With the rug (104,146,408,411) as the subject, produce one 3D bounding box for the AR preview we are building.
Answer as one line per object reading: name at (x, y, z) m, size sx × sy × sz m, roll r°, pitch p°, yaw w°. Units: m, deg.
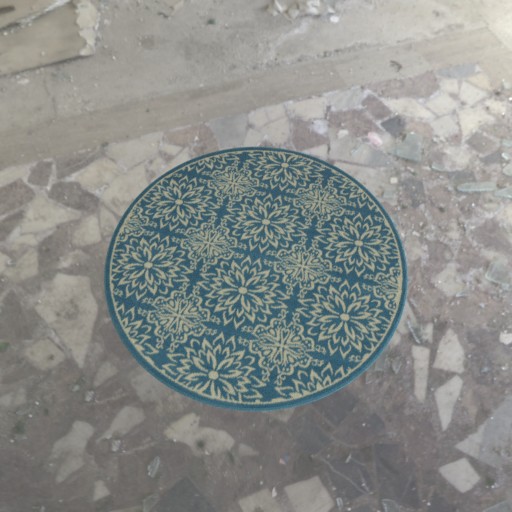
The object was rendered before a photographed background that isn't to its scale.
rug at (0.000, 0.000, 2.360) m, size 1.593 × 0.012 × 1.593 m, roll 0°, pitch 59°, yaw 0°
